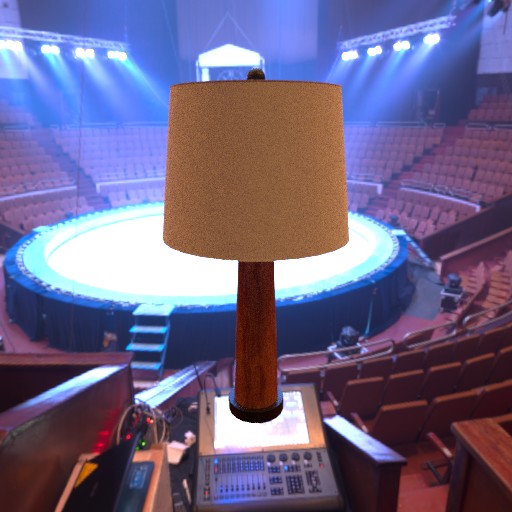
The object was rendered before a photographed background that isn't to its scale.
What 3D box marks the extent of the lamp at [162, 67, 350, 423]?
[{"bbox_3d":[0.000,0.000,0.848,0.349,0.667,0.349,0,17,0],"label":"lamp"}]
